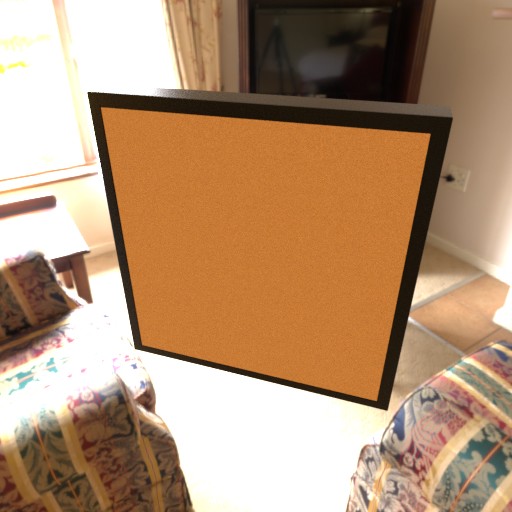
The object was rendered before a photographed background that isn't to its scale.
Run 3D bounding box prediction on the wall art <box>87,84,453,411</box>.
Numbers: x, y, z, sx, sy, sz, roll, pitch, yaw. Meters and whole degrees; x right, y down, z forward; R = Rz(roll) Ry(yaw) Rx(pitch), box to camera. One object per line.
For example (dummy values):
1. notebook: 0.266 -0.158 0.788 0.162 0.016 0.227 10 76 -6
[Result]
1. wall art: 0.000 0.000 0.438 0.299 0.299 0.037 9 32 15
